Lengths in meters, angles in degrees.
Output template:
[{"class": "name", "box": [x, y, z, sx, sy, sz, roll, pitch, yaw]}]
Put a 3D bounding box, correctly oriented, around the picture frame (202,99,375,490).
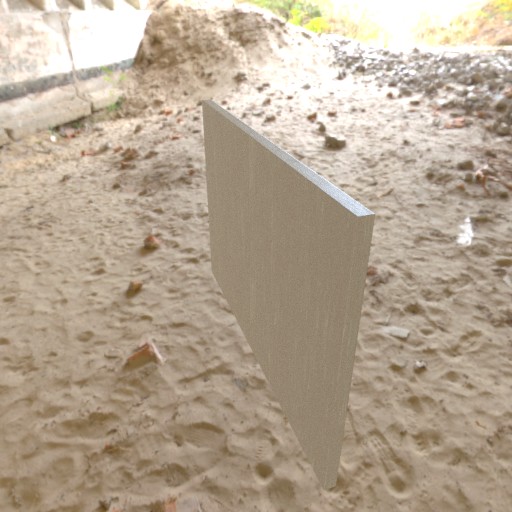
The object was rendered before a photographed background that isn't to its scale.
[{"class": "picture frame", "box": [0.000, 0.000, 1.184, 0.029, 0.640, 0.950, -10, 31, -17]}]
